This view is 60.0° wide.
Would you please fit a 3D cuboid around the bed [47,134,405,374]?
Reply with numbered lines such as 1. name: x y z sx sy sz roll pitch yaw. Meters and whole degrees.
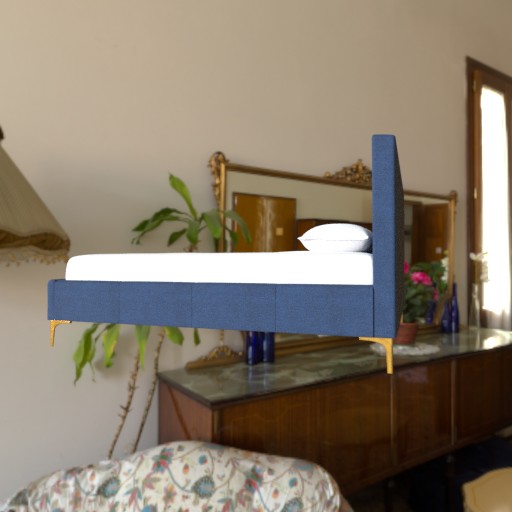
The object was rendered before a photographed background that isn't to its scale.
1. bed: 0.000 0.000 3.575 2.232 1.231 2.096 0 -1 20
